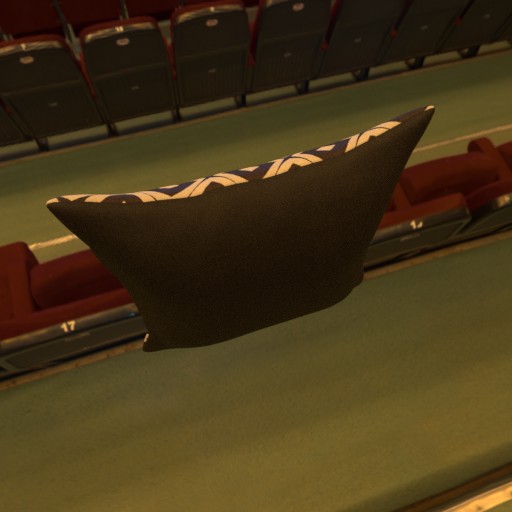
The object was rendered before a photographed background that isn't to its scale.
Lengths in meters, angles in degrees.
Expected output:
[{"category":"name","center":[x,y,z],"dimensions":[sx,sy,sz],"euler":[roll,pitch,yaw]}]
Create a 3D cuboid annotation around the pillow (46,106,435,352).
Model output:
[{"category":"pillow","center":[0.000,0.000,0.753],"dimensions":[0.504,0.494,0.188],"euler":[-16,60,-10]}]
